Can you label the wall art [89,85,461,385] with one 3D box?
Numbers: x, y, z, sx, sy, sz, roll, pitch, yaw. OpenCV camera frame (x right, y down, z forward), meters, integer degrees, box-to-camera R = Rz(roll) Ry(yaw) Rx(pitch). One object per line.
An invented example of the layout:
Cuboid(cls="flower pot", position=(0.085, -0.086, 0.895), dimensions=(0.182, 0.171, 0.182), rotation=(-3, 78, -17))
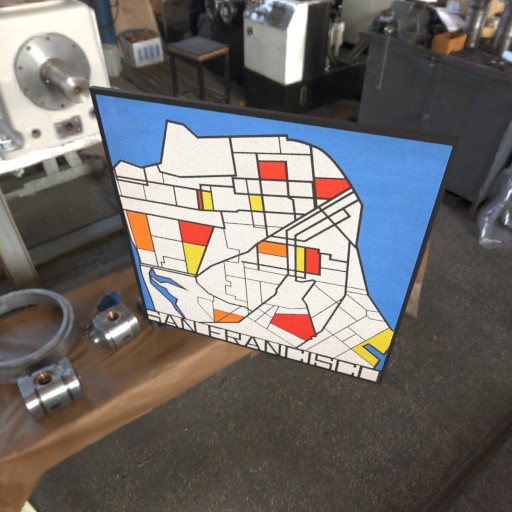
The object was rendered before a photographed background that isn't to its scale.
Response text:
Cuboid(cls="wall art", position=(0.000, 0.000, 0.977), dimensions=(0.664, 0.663, 0.015), rotation=(13, 43, 14))
